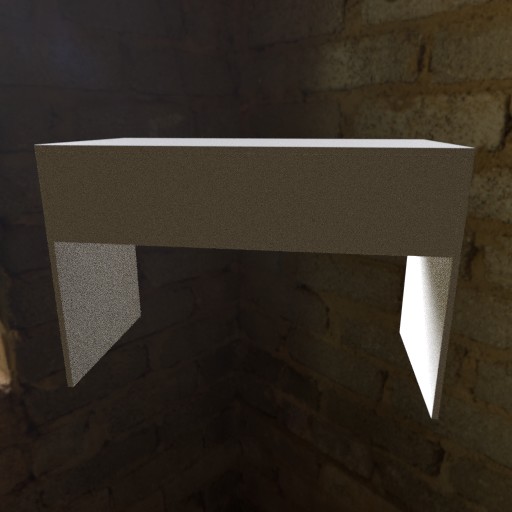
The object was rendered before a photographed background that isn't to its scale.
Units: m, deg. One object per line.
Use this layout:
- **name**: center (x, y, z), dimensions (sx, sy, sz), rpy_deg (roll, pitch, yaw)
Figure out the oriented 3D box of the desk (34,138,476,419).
- **desk**: center (0.000, 0.000, 1.462), dimensions (1.100, 0.730, 0.560), rpy_deg (2, 17, 8)
